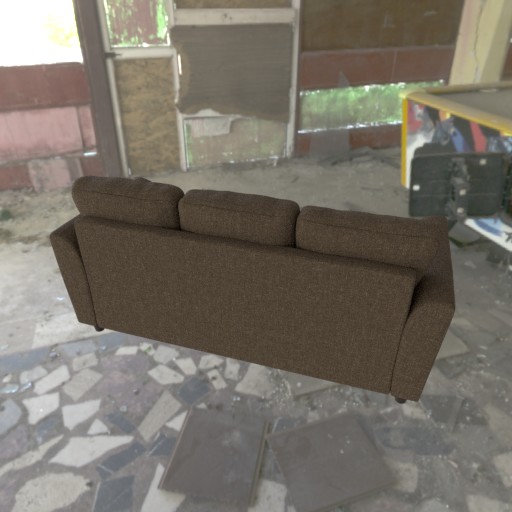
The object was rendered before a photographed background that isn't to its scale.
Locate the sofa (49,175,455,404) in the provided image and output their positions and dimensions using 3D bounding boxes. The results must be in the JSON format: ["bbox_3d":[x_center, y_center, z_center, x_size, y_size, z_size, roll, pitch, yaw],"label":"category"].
[{"bbox_3d":[0.000,0.000,2.327,1.847,0.891,0.837,9,32,15],"label":"sofa"}]
